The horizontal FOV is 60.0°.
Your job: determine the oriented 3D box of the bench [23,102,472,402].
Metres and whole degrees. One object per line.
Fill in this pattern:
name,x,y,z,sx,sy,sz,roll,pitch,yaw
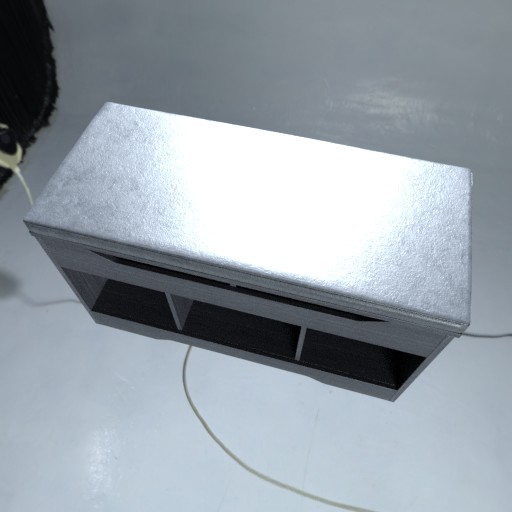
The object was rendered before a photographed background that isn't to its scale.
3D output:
bench,0.000,0.000,1.162,0.905,0.501,0.401,13,57,8
